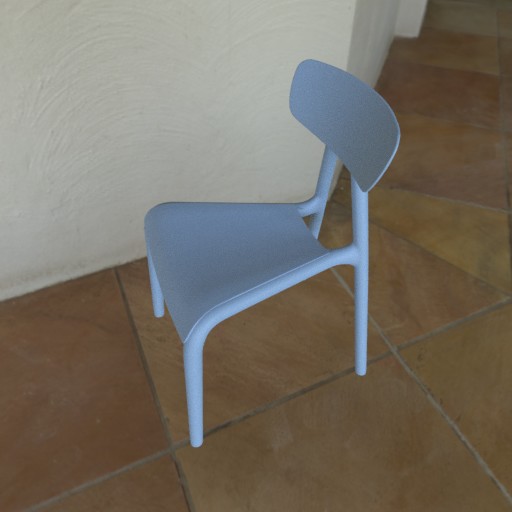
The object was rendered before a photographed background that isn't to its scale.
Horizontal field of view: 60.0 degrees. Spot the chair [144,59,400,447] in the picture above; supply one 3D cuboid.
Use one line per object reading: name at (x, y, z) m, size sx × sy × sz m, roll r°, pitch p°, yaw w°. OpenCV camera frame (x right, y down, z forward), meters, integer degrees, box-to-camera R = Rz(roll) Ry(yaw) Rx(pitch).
chair at (0.000, 0.000, 0.816) m, size 0.401 × 0.580 × 0.356 m, roll -15°, pitch 47°, yaw -15°
